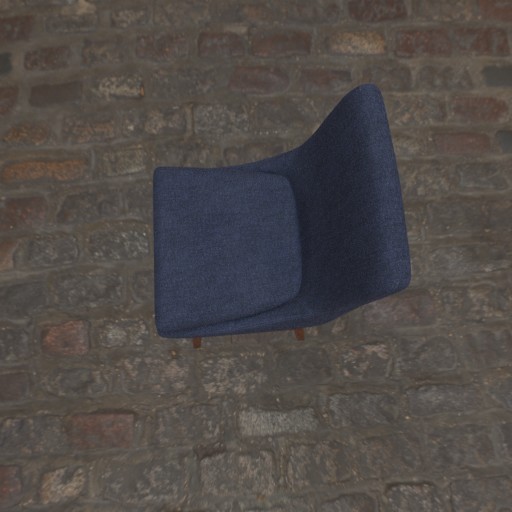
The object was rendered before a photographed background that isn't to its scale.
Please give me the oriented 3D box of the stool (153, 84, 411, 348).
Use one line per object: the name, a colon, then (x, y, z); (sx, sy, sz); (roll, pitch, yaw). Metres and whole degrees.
stool: (0.000, 0.000, 1.368); (0.572, 1.068, 0.489); (-4, 75, -1)
